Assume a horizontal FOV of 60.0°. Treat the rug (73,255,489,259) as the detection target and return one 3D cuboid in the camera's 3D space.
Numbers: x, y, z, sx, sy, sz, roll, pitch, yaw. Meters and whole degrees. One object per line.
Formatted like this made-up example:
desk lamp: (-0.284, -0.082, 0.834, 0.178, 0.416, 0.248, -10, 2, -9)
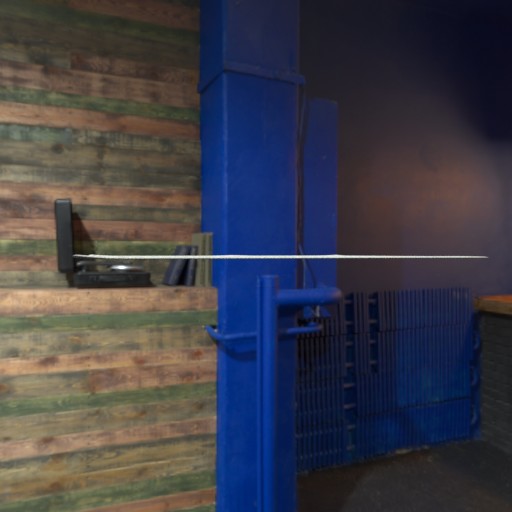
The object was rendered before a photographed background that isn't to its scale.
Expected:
rug: (0.000, 0.000, 3.992, 2.925, 0.026, 2.343, 0, 0, -18)
